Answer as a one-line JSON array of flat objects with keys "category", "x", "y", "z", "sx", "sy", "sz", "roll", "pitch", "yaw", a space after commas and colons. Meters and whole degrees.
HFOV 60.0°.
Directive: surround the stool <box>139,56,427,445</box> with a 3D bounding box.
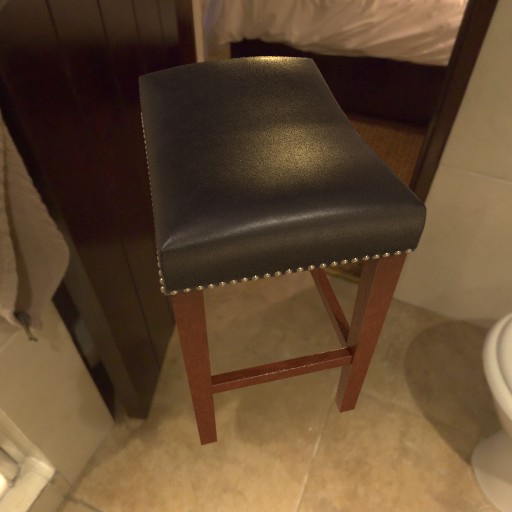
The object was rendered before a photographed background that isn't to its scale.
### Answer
[{"category": "stool", "x": 0.000, "y": 0.000, "z": 0.941, "sx": 0.372, "sy": 0.654, "sz": 0.504, "roll": -10, "pitch": 47, "yaw": -9}]
